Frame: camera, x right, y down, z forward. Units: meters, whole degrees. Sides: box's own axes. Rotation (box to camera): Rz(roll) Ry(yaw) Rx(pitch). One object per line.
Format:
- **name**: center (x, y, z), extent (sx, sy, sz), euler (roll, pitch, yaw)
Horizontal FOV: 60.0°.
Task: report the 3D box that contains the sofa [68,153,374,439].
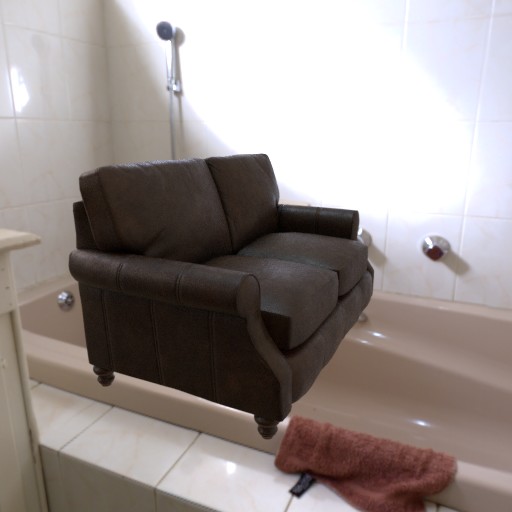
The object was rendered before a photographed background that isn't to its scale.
- **sofa**: center (0.000, 0.000, 2.268), extent (0.990, 0.976, 1.616), euler (7, 17, 25)
